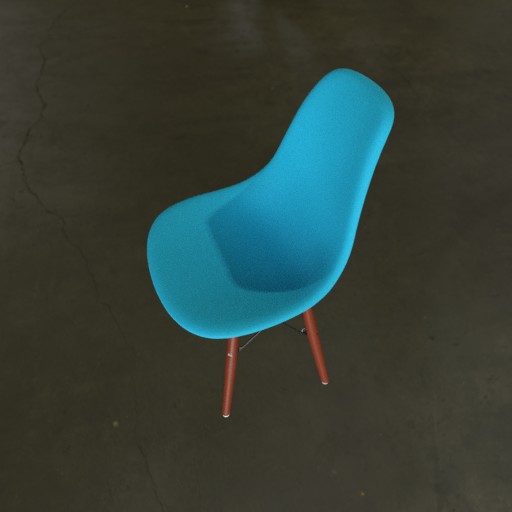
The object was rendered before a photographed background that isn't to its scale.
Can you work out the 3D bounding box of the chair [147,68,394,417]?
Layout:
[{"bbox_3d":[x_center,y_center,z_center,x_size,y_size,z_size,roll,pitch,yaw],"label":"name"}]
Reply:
[{"bbox_3d":[0.000,0.000,1.143,0.533,0.826,0.470,-18,50,-15],"label":"chair"}]
